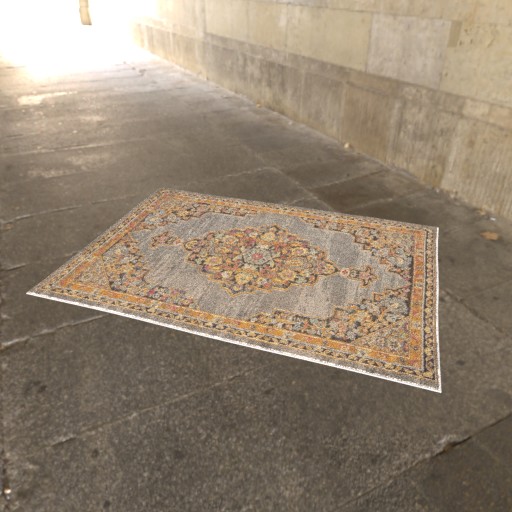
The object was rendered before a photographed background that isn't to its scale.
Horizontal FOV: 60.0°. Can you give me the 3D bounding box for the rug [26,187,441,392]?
[{"bbox_3d":[0.000,0.000,3.907,3.063,0.024,2.158,10,34,16],"label":"rug"}]
